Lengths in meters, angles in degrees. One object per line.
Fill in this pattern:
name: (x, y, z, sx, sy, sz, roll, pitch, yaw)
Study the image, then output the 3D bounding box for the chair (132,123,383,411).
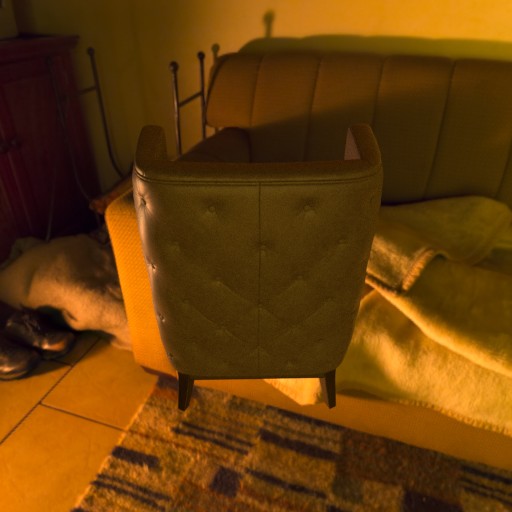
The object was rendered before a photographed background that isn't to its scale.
chair: (0.000, 0.000, 1.713, 0.769, 1.079, 0.899, -1, 31, -1)
